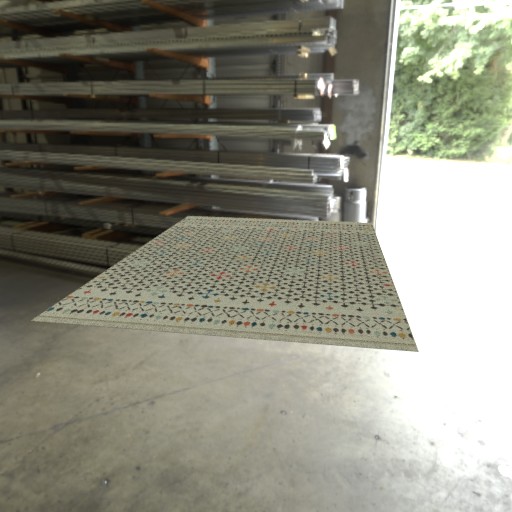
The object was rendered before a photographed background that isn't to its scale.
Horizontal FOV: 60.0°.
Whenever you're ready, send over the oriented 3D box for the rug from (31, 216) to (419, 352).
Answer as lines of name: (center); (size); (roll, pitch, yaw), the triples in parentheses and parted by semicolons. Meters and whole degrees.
rug: (0.000, 0.000, 4.122); (2.354, 0.007, 3.196); (3, 17, 9)
